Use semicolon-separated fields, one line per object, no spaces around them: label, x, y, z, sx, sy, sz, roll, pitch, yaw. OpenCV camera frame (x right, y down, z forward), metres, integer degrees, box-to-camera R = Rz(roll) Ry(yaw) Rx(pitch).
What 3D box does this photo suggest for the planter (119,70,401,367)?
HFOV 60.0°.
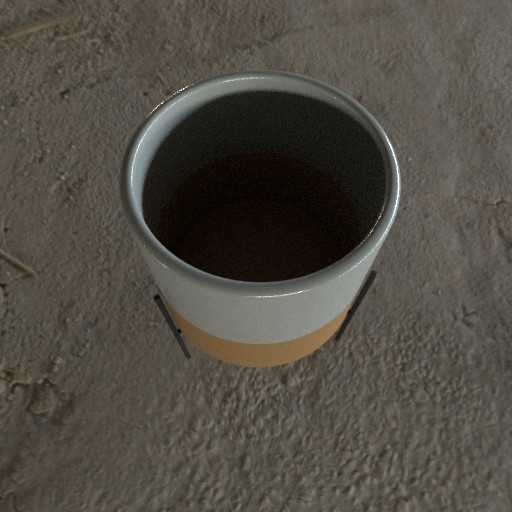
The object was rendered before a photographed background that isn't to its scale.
planter;0.000;0.000;0.665;0.310;0.432;0.310;-20;65;-10
